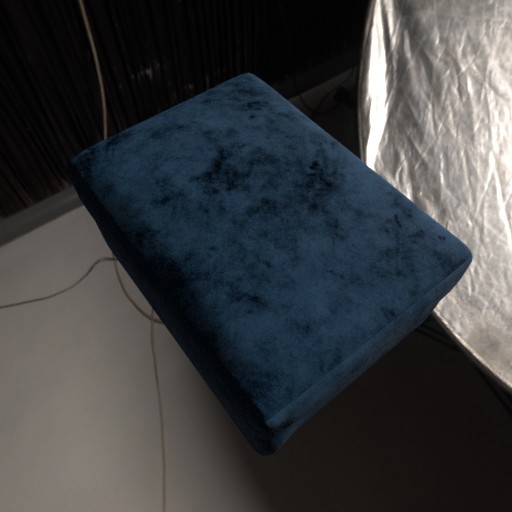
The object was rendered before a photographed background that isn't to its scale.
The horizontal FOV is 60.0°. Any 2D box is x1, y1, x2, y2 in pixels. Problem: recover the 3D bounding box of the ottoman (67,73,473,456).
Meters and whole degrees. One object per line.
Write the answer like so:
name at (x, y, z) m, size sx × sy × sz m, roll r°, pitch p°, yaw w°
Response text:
ottoman at (0.000, 0.000, 1.127) m, size 0.572 × 0.503 × 0.773 m, roll -33°, pitch 63°, yaw -19°
